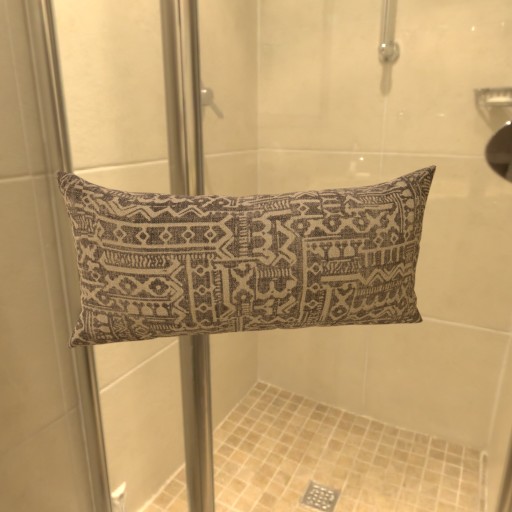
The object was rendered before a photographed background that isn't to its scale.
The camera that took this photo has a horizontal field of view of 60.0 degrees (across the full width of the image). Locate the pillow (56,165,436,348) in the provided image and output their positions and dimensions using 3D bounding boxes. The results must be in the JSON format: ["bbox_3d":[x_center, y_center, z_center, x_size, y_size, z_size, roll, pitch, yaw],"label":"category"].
[{"bbox_3d":[0.000,0.000,0.740,0.631,0.290,0.148,-3,17,-9],"label":"pillow"}]
